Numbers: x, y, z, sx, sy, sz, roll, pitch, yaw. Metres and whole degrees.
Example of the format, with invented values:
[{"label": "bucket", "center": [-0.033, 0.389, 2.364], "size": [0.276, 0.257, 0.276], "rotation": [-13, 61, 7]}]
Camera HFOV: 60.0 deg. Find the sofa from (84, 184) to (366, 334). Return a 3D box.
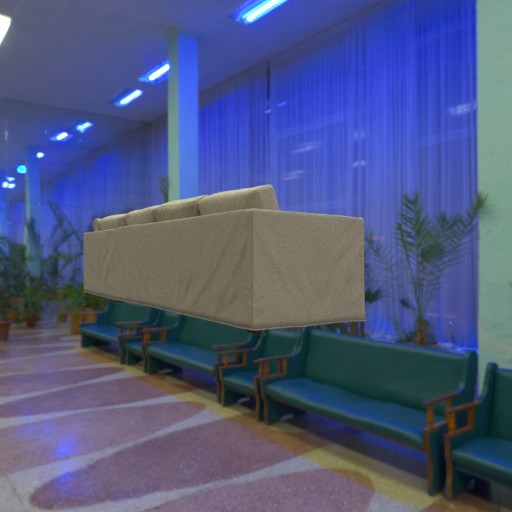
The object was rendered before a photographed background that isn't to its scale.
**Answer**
[{"label": "sofa", "center": [0.000, 0.000, 4.365], "size": [2.432, 0.871, 3.182], "rotation": [0, 0, -37]}]
